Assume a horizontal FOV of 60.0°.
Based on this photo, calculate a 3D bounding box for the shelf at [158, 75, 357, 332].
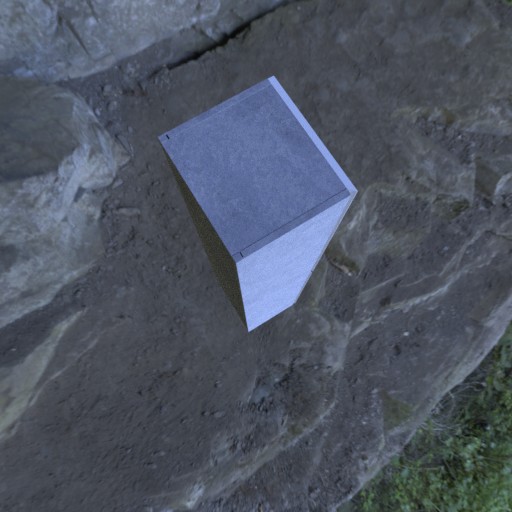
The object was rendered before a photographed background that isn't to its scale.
[{"bbox_3d":[0.000,0.000,1.534,0.270,1.400,0.300,-31,77,-8],"label":"shelf"}]
